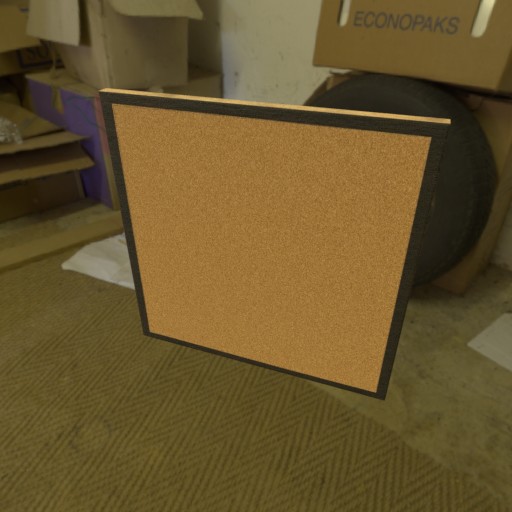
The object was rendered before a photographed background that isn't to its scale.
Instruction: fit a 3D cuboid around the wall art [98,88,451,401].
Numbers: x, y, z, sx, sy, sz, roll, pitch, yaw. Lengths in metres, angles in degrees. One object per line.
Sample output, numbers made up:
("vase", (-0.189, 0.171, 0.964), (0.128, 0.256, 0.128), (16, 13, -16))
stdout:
("wall art", (0.000, 0.000, 1.031), (0.695, 0.691, 0.029), (11, 34, 17))
